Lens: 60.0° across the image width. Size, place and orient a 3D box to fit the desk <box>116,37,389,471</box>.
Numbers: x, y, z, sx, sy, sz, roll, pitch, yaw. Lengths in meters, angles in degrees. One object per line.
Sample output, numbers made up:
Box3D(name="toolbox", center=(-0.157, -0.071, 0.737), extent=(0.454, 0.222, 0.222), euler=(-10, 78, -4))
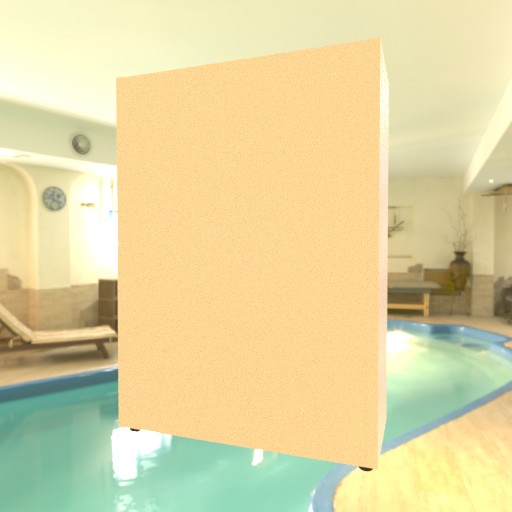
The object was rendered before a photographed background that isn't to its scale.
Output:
Box3D(name="desk", center=(0.000, 0.000, 1.529), extent=(0.850, 1.190, 0.390), euler=(0, 1, 20))
